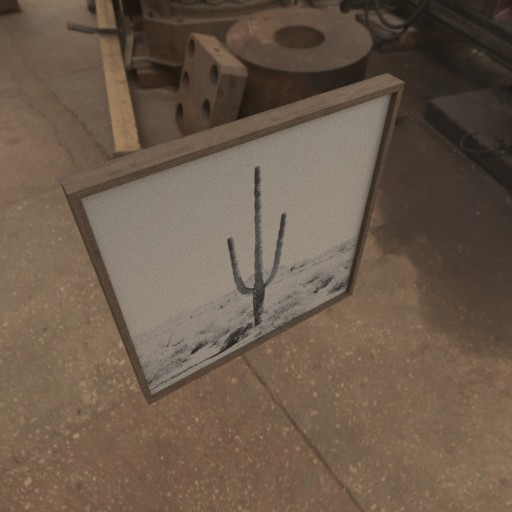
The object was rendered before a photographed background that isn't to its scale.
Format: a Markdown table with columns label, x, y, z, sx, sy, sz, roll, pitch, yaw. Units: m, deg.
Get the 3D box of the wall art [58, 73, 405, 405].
| label | x | y | z | sx | sy | sz | roll | pitch | yaw |
| --- | --- | --- | --- | --- | --- | --- | --- | --- | --- |
| wall art | 0.000 | 0.000 | 0.769 | 0.508 | 0.508 | 0.038 | -24 | 51 | -22 |
